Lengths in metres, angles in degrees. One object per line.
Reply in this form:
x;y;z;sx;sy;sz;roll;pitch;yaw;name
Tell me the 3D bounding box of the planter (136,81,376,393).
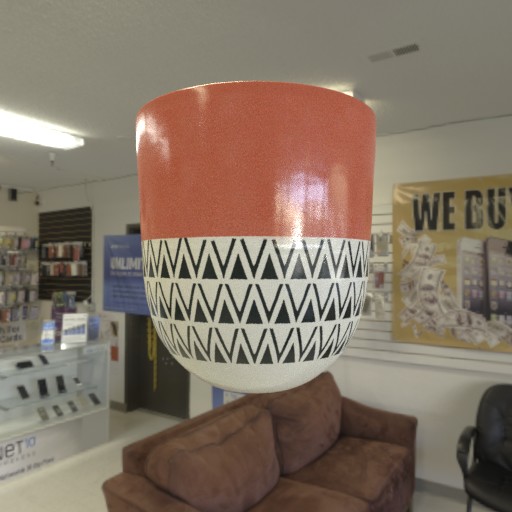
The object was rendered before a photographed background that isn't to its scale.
0.000;0.000;0.370;0.195;0.214;0.195;0;-1;0;planter
